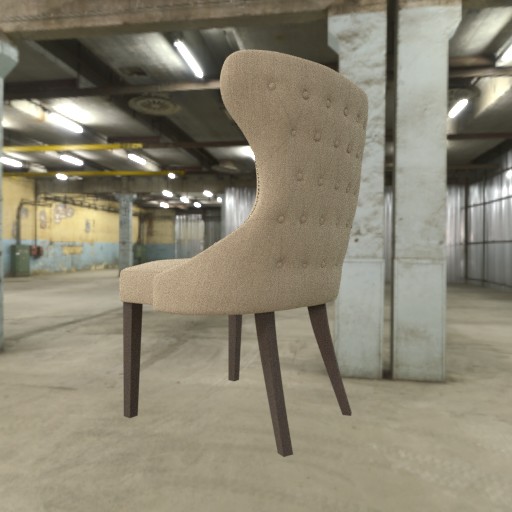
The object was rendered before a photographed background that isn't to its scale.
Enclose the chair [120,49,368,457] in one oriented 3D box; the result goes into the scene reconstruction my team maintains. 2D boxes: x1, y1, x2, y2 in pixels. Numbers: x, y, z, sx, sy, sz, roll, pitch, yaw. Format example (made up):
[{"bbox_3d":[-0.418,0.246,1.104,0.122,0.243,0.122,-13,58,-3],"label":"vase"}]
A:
[{"bbox_3d":[0.000,0.000,1.355,0.635,0.967,0.628,0,0,37],"label":"chair"}]
